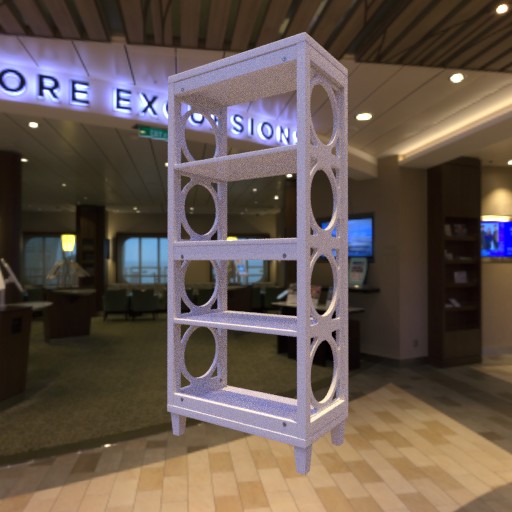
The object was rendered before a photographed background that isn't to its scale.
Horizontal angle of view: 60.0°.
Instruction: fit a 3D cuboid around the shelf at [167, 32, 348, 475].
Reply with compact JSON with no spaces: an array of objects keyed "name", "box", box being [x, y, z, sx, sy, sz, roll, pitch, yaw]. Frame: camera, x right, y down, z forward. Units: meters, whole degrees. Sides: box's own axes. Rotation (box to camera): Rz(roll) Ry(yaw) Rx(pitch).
[{"name":"shelf","box":[0.000,0.000,1.706,0.611,1.411,0.340,0,-1,34]}]
